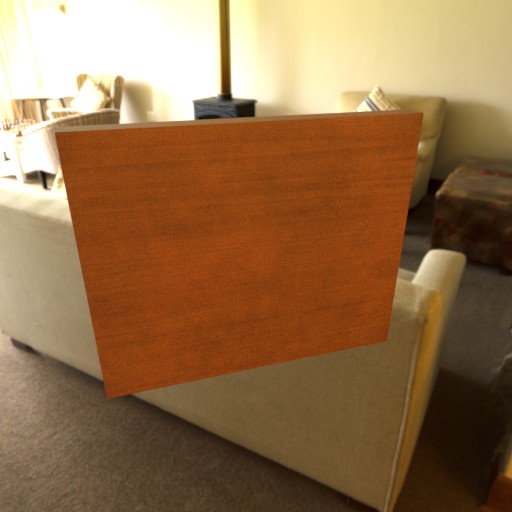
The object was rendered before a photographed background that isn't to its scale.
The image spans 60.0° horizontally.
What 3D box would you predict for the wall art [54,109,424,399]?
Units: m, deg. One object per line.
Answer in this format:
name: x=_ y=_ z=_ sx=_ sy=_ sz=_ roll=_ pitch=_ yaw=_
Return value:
wall art: x=0.000 y=0.000 z=0.550 sx=0.401 sy=0.328 sz=0.030 roll=-8 pitch=27 yaw=-15
